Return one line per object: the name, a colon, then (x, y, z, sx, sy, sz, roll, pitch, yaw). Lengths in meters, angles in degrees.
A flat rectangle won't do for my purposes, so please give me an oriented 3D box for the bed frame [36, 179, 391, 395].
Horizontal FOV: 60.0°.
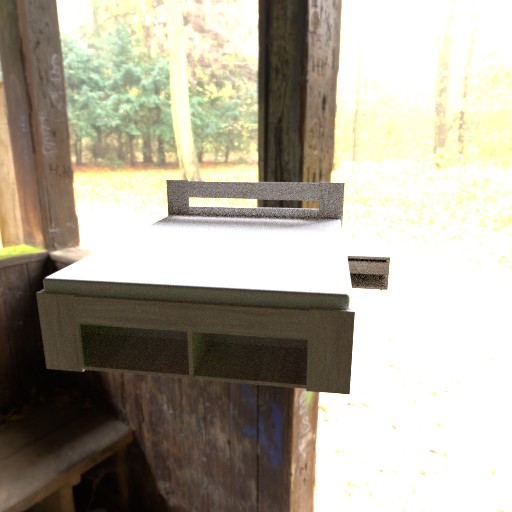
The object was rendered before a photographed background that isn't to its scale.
bed frame: (0.000, 0.000, 3.184, 2.040, 0.860, 2.050, 2, 16, 9)
